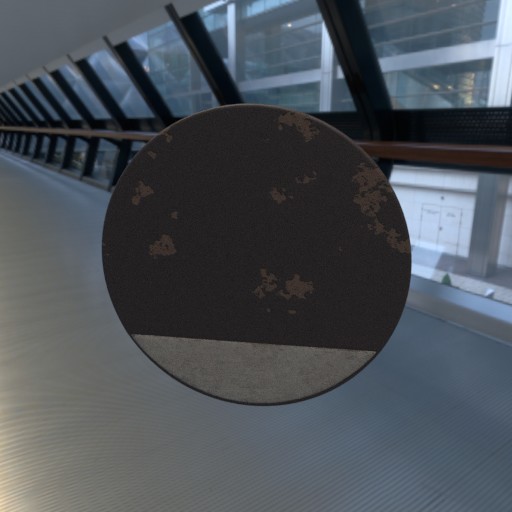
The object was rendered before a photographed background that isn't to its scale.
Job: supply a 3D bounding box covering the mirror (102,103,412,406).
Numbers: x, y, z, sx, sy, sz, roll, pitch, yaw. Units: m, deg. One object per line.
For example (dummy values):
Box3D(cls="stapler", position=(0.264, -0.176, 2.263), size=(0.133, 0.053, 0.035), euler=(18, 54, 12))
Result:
Box3D(cls="mirror", position=(0.000, 0.000, 0.603), size=(0.386, 0.386, 0.126), euler=(2, 15, 9))
